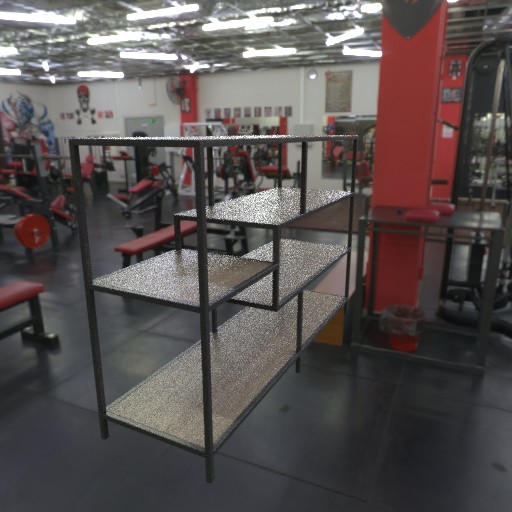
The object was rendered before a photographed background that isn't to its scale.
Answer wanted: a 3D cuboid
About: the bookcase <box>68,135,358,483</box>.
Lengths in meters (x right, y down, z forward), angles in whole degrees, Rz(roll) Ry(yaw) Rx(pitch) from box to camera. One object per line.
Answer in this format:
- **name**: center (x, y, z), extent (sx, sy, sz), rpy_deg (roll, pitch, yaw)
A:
- **bookcase**: center (0.000, 0.000, 1.497), extent (0.350, 0.780, 1.140), rpy_deg (8, 17, 26)
